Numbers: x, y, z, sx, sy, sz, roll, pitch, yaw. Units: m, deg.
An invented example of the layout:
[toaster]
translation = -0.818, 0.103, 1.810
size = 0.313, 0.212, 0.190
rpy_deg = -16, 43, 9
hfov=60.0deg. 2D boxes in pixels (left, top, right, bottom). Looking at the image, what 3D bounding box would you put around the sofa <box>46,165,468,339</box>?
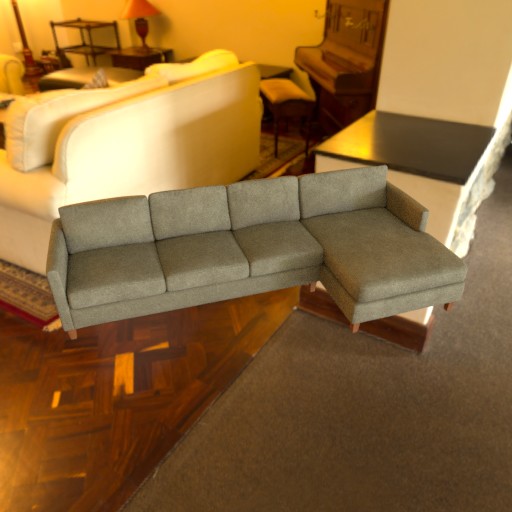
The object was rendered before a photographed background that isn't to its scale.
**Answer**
[sofa]
translation = 0.000, 0.000, 4.040
size = 3.471, 0.950, 1.604
rpy_deg = -10, 34, -15
